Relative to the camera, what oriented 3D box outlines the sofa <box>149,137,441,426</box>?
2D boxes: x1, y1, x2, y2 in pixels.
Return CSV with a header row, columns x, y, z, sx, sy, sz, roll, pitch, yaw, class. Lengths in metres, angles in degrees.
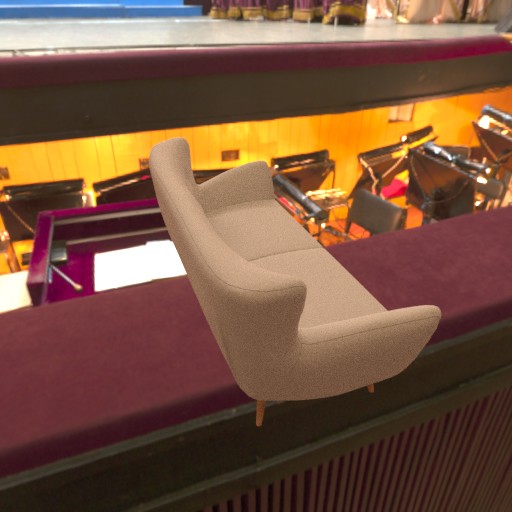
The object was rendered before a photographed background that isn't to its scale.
x,y,z,sx,sy,sz,roll,pitch,yaw,class
0.000,0.000,2.451,0.899,0.890,1.930,-11,33,-18,sofa
